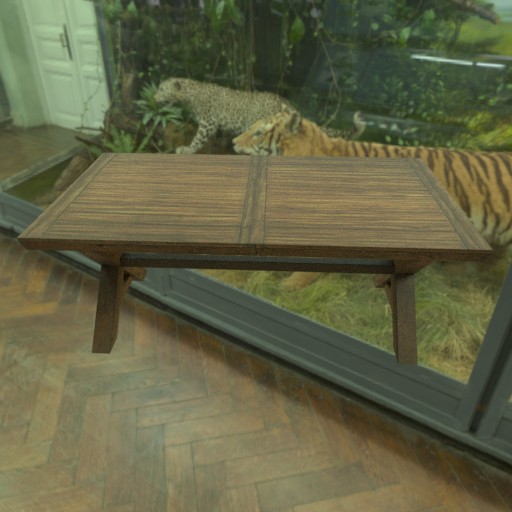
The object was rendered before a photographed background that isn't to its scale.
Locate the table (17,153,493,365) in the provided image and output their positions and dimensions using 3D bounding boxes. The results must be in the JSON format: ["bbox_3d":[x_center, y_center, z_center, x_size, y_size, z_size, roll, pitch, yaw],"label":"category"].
[{"bbox_3d":[0.000,0.000,2.492,1.966,0.793,1.071,2,32,2],"label":"table"}]
